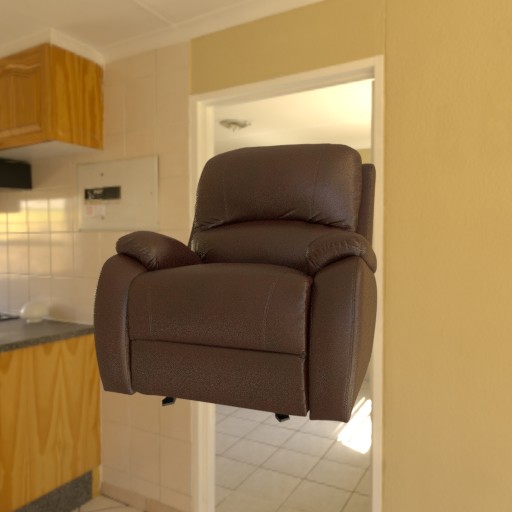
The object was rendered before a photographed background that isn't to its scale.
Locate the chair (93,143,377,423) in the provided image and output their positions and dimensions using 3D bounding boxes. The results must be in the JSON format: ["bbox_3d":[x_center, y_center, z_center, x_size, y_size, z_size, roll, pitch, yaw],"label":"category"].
[{"bbox_3d":[0.000,0.000,1.778,0.930,1.011,0.899,1,2,19],"label":"chair"}]
